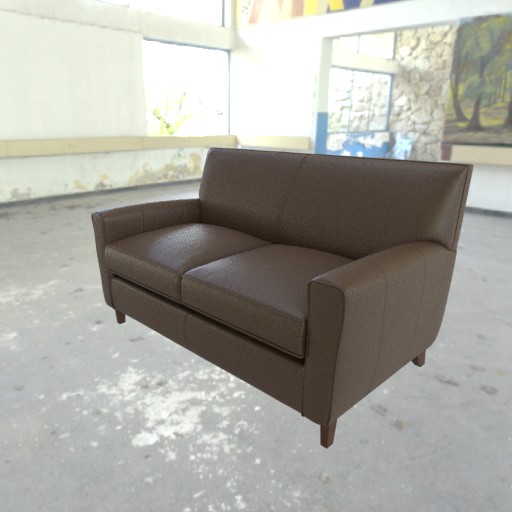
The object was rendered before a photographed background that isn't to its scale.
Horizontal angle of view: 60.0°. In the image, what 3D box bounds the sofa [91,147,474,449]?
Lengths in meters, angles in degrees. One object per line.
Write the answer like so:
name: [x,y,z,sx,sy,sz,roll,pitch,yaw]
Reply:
sofa: [0.000,0.000,1.987,1.468,0.859,0.853,16,23,42]
